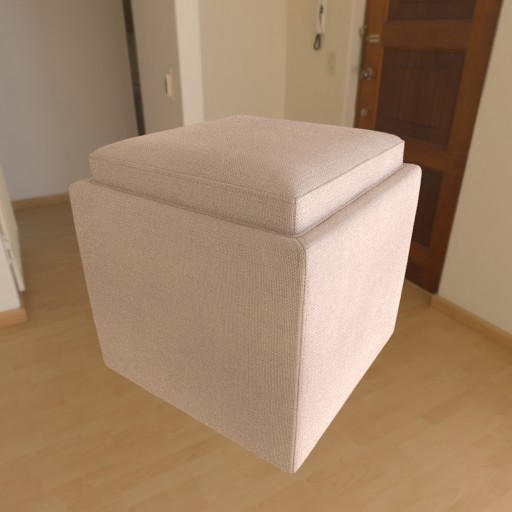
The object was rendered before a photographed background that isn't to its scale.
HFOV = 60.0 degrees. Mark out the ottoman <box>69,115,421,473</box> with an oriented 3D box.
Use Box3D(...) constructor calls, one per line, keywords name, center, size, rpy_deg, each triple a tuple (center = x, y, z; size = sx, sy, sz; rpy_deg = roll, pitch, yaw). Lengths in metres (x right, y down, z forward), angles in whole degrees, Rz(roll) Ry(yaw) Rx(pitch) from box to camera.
Box3D(name="ottoman", center=(0.000, 0.000, 0.826), size=(0.450, 0.460, 0.451), rpy_deg=(17, 32, 31))
